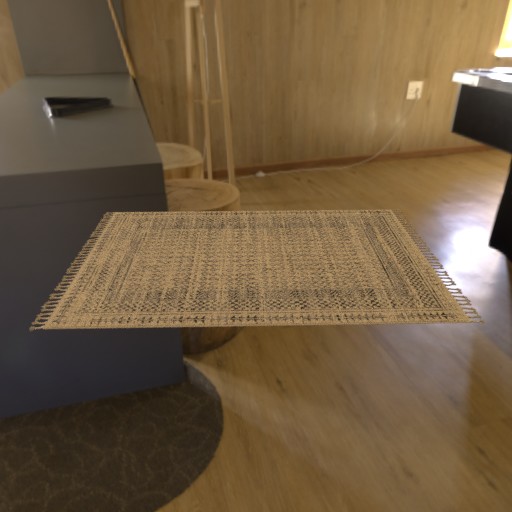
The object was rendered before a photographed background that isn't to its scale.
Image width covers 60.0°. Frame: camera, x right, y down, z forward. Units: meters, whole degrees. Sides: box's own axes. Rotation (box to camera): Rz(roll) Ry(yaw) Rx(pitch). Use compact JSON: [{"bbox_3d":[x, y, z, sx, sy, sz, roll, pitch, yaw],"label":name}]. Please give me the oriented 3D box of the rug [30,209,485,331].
[{"bbox_3d":[0.000,0.000,3.049,2.486,0.013,1.548,-1,29,-1],"label":"rug"}]
